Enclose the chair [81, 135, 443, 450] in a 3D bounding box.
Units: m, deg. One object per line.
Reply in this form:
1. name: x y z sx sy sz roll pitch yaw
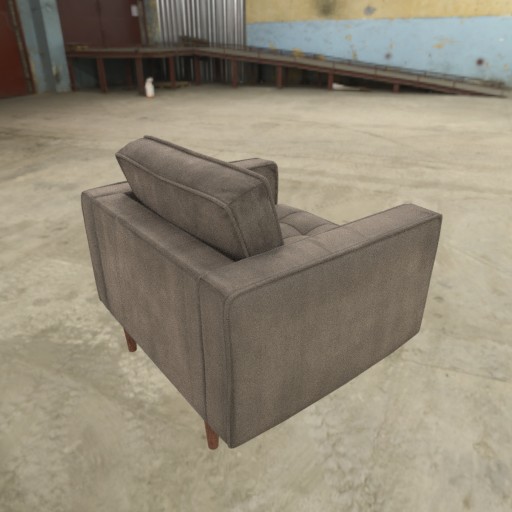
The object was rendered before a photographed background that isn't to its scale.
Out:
1. chair: 0.000 0.000 1.501 0.843 0.773 0.928 -19 32 -33
